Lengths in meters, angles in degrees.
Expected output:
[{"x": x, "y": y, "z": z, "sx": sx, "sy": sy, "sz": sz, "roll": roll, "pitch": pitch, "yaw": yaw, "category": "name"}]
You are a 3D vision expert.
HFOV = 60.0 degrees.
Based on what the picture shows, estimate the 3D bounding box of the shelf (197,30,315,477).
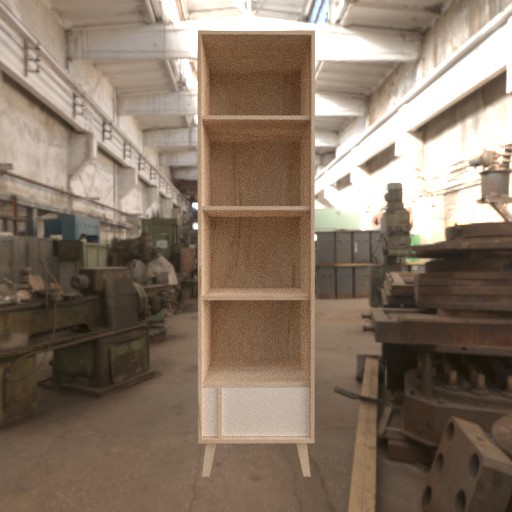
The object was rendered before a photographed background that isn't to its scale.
[{"x": 0.000, "y": 0.000, "z": 2.157, "sx": 0.510, "sy": 1.960, "sz": 0.450, "roll": 0, "pitch": 1, "yaw": 0, "category": "shelf"}]
